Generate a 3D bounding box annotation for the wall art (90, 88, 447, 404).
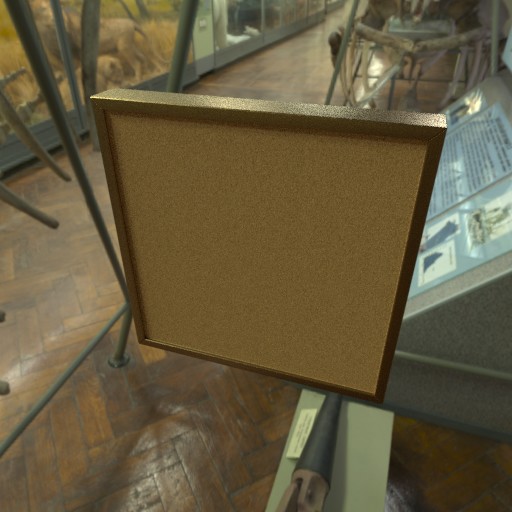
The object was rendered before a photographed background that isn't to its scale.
[{"bbox_3d":[0.000,0.000,0.458,0.305,0.305,0.037,10,34,15],"label":"wall art"}]
